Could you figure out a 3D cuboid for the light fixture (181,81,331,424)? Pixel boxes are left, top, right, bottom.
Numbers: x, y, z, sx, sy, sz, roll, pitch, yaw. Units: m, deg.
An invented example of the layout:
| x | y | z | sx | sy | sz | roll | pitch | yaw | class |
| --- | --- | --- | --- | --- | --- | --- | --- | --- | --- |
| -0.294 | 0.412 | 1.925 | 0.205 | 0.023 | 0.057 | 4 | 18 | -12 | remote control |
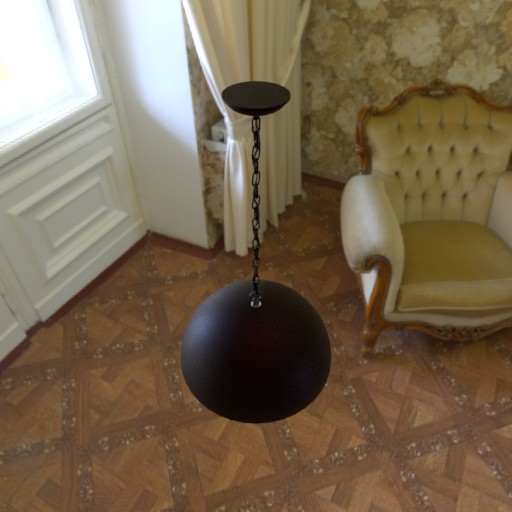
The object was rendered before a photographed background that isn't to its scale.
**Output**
| x | y | z | sx | sy | sz | roll | pitch | yaw | class |
| --- | --- | --- | --- | --- | --- | --- | --- | --- | --- |
| 0.000 | 0.000 | 1.176 | 0.492 | 0.869 | 0.492 | -13 | 43 | -14 | light fixture |
